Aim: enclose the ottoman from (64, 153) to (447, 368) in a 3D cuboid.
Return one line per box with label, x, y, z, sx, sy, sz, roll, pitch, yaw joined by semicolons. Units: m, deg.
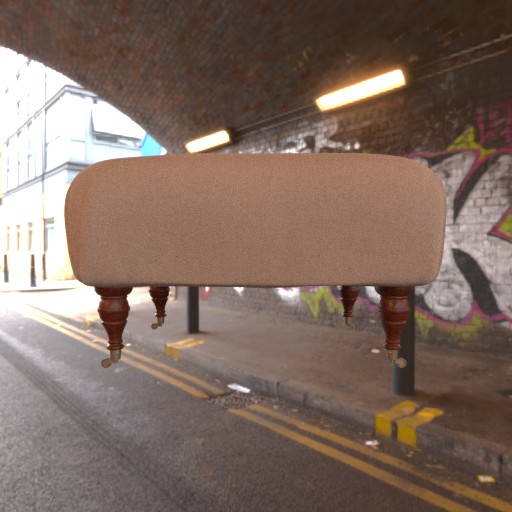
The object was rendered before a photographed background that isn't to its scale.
ottoman;0.000;0.000;1.119;0.746;0.450;0.639;0;1;0
